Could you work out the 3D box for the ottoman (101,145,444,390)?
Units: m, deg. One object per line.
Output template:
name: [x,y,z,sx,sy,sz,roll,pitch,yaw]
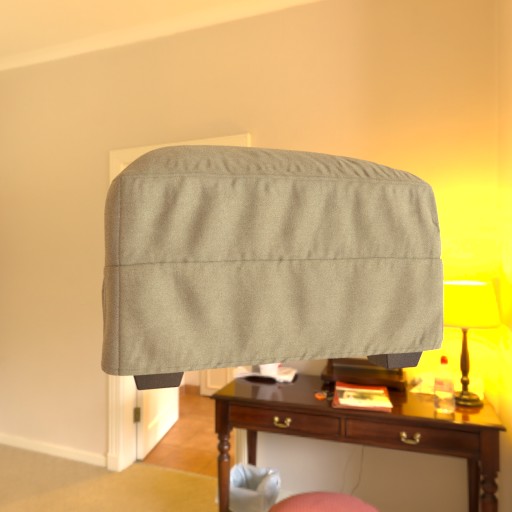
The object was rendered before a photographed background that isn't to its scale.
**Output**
ottoman: [0.000,0.000,1.089,0.712,0.480,0.584,0,-1,-17]
